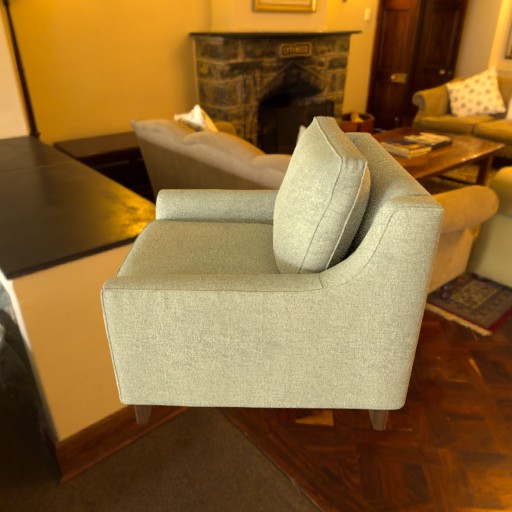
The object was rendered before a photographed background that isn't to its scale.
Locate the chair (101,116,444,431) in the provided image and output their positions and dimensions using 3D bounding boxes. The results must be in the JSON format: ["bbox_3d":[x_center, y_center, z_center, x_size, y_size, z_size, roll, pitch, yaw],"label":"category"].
[{"bbox_3d":[0.000,0.000,1.571,0.918,0.864,0.838,0,27,1],"label":"chair"}]
